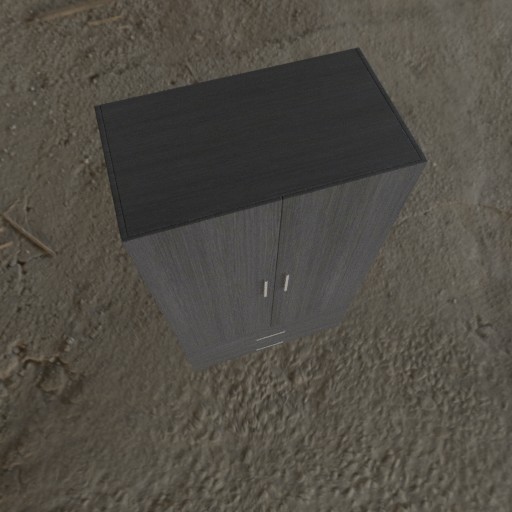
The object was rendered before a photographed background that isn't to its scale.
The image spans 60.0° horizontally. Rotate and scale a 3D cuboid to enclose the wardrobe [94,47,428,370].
[{"bbox_3d":[0.000,0.000,2.278,0.991,1.808,0.577,-16,65,-8],"label":"wardrobe"}]
